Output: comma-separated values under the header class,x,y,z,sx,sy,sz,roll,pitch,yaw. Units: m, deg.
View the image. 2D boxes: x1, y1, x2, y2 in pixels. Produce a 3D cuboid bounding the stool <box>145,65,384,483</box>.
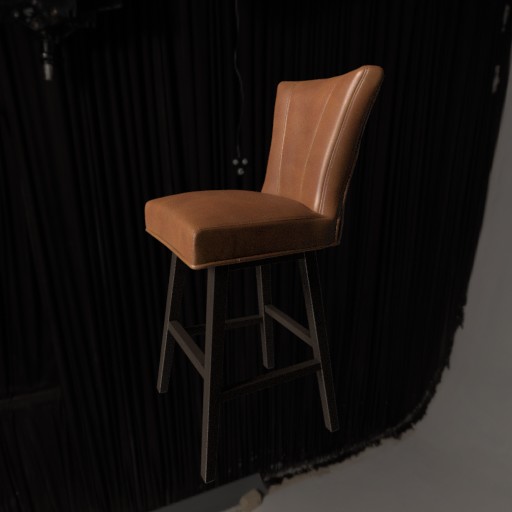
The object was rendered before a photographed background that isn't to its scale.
class,x,y,z,sx,sy,sz,roll,pitch,yaw
stool,0.000,0.000,1.407,0.585,1.094,0.522,-8,17,-25
